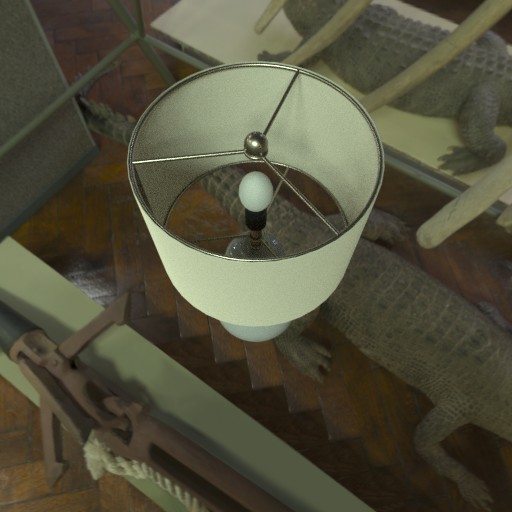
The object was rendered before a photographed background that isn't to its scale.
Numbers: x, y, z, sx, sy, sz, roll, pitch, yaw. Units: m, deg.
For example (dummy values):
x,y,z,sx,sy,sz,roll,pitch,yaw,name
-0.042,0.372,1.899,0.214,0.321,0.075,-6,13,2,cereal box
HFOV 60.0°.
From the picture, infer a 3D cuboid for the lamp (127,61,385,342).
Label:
x,y,z,sx,sy,sz,roll,pitch,yaw,name
0.000,0.000,0.937,0.367,0.730,0.367,31,67,15,lamp
